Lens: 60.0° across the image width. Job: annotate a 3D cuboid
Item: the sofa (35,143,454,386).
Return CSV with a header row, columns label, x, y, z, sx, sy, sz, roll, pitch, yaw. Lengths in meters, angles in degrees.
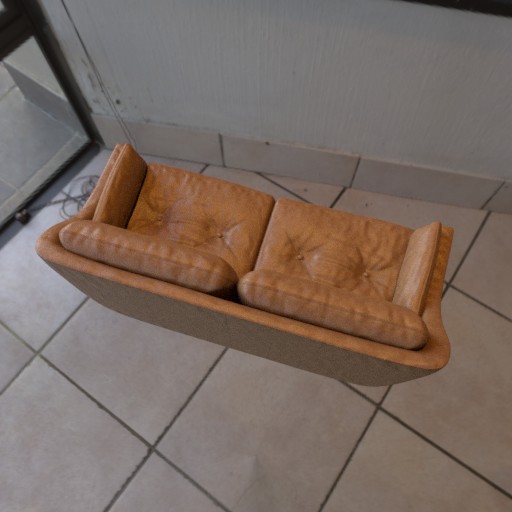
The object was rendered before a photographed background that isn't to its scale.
label,x,y,z,sx,sy,sz,roll,pitch,yaw
sofa,0.000,0.000,2.322,1.902,0.839,0.904,15,67,7
